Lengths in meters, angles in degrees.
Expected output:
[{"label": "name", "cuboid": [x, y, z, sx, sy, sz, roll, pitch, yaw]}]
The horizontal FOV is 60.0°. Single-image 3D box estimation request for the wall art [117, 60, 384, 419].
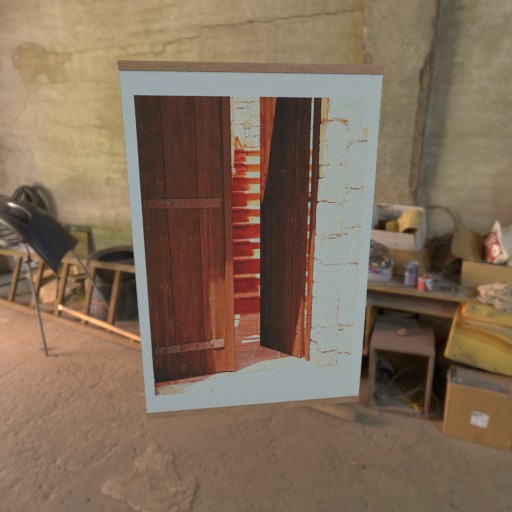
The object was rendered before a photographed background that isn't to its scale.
[{"label": "wall art", "cuboid": [0.000, 0.000, 1.894, 1.019, 1.527, 0.019, -2, 17, -8]}]
